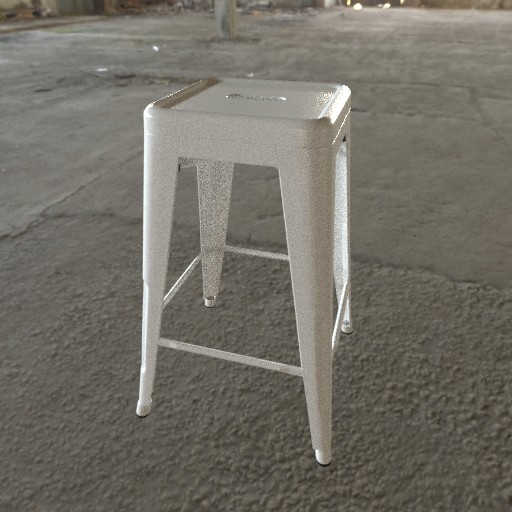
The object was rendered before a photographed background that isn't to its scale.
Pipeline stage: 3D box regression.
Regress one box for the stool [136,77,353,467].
[{"bbox_3d":[0.000,0.000,0.872,0.406,0.610,0.406,9,33,14],"label":"stool"}]
